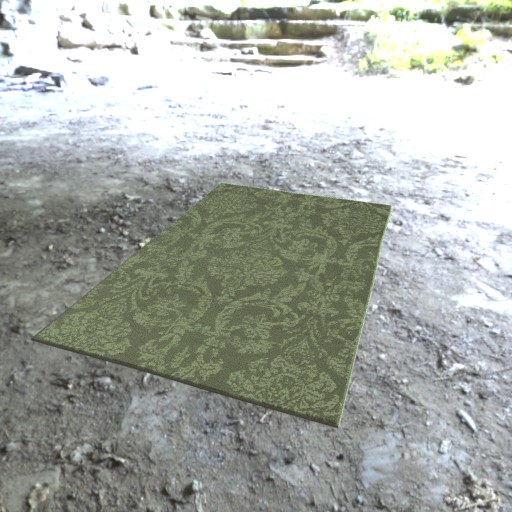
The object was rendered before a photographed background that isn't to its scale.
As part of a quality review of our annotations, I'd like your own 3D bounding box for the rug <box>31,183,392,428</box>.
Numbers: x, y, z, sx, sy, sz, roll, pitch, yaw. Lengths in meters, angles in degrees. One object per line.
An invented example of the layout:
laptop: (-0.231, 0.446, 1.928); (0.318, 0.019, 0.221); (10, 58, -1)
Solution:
rug: (0.000, 0.000, 2.288); (1.206, 0.012, 1.824); (10, 31, 17)
